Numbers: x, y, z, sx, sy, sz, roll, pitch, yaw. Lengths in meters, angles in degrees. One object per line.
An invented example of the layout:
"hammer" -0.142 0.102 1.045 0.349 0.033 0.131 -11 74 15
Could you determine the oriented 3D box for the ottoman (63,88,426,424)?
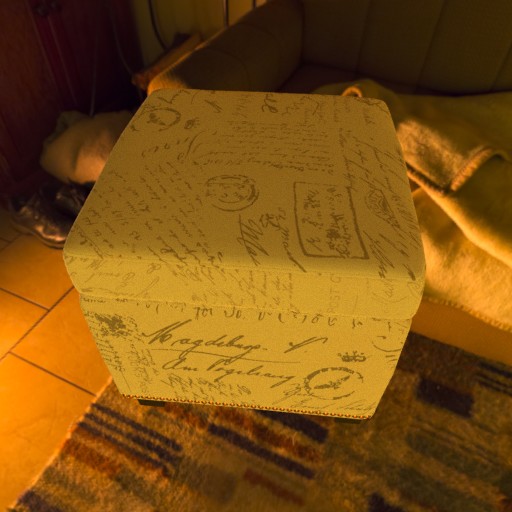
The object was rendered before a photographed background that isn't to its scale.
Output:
"ottoman" 0.000 0.000 0.809 0.450 0.457 0.449 4 46 4
